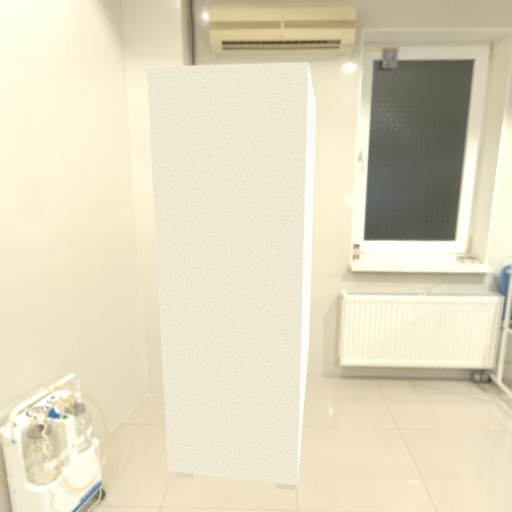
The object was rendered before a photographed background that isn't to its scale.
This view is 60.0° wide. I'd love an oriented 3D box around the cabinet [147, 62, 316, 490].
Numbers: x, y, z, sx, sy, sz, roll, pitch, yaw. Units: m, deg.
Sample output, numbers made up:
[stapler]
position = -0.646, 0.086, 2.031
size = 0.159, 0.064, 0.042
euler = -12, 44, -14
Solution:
[cabinet]
position = 0.000, 0.000, 1.692
size = 0.400, 1.190, 1.000
euler = 2, 14, 8
